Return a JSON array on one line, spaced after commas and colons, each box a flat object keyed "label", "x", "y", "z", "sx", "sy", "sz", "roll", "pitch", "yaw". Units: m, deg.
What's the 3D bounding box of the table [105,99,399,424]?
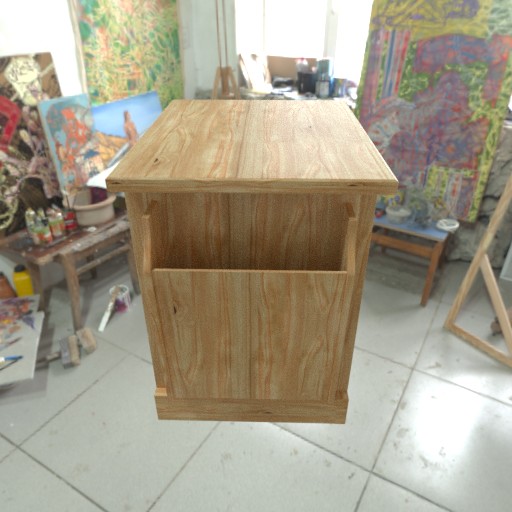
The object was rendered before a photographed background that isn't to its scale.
[{"label": "table", "x": 0.000, "y": 0.000, "z": 0.903, "sx": 0.380, "sy": 0.515, "sz": 0.530, "roll": 1, "pitch": 31, "yaw": 1}]
